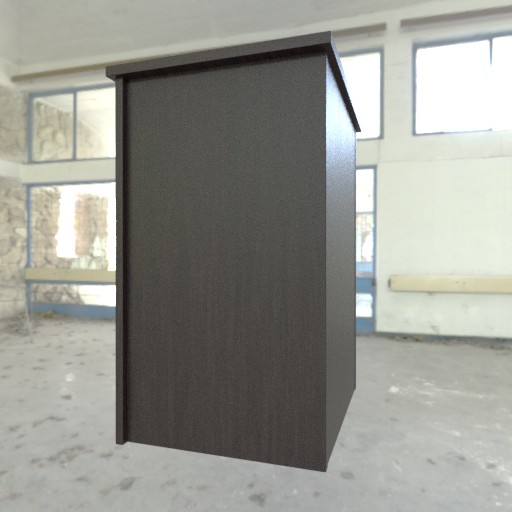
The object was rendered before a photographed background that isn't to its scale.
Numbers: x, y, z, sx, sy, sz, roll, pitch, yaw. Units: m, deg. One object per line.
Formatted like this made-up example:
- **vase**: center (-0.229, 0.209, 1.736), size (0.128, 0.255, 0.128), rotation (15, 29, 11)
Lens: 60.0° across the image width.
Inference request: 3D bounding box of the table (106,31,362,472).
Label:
- **table**: center (0.000, 0.000, 0.911), size (0.381, 0.635, 0.480), rotation (0, 0, 18)
